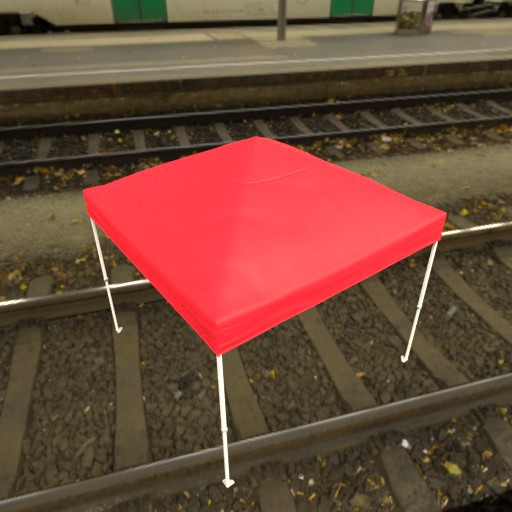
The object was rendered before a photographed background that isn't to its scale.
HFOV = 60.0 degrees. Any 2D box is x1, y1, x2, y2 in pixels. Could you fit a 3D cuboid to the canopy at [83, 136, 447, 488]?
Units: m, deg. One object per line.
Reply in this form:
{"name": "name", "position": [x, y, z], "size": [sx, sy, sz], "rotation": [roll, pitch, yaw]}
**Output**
{"name": "canopy", "position": [0.000, 0.000, 5.476], "size": [2.998, 2.997, 2.996], "rotation": [-22, 39, -30]}
